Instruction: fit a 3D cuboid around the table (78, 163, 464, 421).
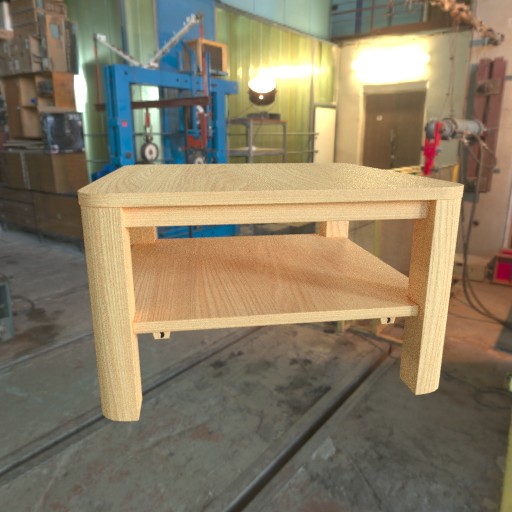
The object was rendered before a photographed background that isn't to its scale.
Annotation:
[{"bbox_3d":[0.000,0.000,1.215,0.750,0.450,0.750,-2,16,-8],"label":"table"}]
